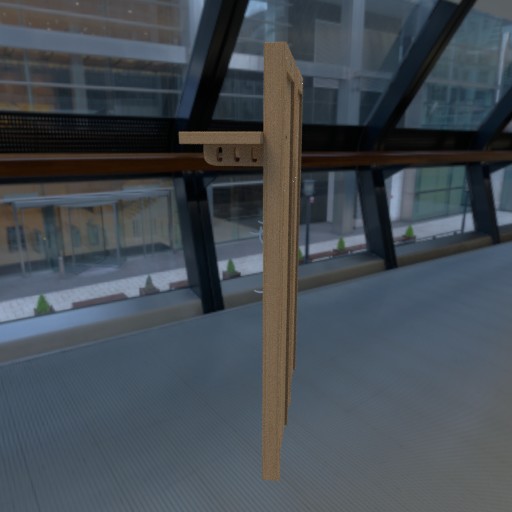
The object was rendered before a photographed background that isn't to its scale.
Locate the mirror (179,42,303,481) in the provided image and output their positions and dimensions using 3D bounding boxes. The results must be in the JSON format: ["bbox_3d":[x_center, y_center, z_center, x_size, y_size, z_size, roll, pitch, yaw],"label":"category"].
[{"bbox_3d":[0.000,0.000,1.567,0.260,1.250,0.800,2,15,9],"label":"mirror"}]
